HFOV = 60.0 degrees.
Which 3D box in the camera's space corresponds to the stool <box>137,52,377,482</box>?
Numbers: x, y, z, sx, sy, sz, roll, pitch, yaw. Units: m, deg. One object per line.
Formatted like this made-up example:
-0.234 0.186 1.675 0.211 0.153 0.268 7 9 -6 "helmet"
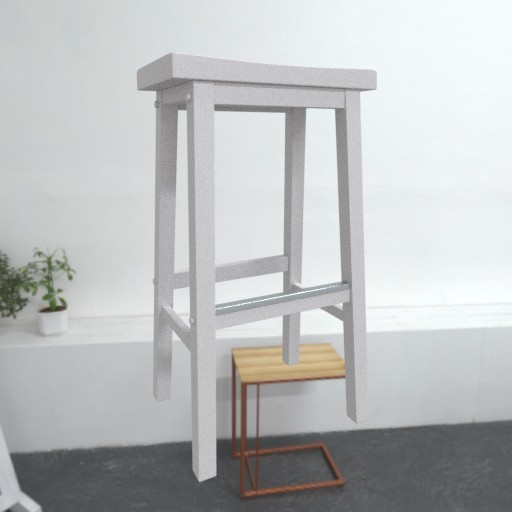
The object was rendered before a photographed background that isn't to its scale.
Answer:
0.000 0.000 0.949 0.406 0.742 0.322 -8 17 -26 "stool"
